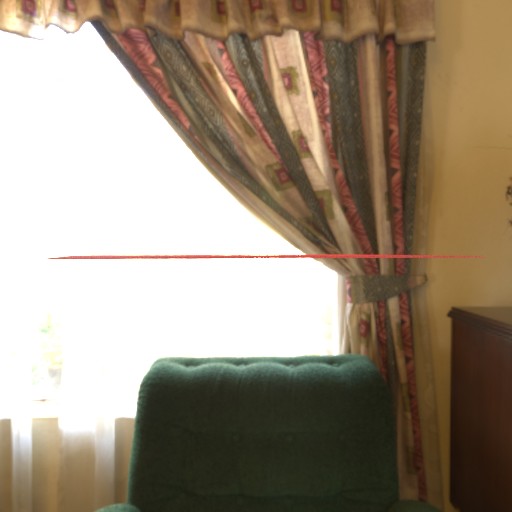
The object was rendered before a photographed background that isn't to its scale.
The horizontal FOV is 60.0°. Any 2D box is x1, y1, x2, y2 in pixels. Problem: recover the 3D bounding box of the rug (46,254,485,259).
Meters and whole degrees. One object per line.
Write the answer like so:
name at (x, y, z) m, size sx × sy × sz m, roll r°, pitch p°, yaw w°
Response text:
rug at (0.000, 0.000, 3.037) m, size 2.423 × 0.010 × 1.534 m, roll 0°, pitch 1°, yaw -18°
